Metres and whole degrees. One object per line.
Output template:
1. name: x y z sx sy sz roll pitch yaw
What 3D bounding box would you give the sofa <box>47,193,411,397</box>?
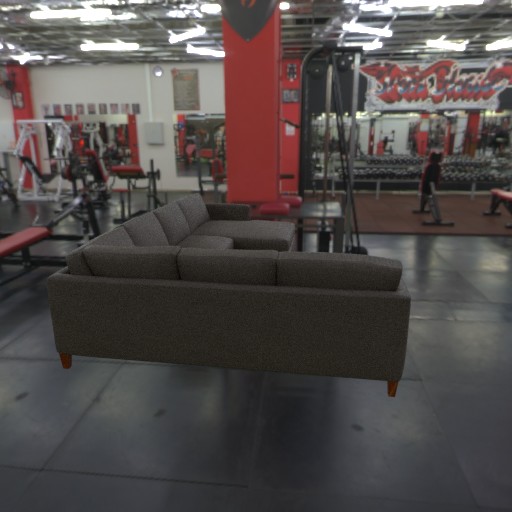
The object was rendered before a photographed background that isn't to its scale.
1. sofa: 0.000 0.000 4.710 2.594 0.961 3.460 2 16 9
